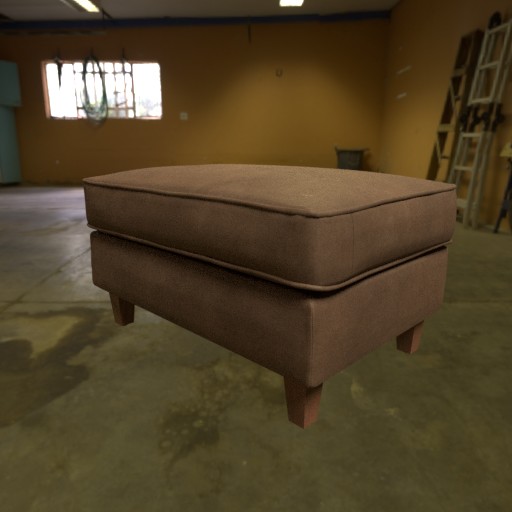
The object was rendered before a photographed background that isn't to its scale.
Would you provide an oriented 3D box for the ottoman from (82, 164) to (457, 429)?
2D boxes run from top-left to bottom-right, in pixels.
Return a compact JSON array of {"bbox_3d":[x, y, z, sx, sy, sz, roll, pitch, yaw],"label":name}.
[{"bbox_3d":[0.000,0.000,1.211,0.860,0.481,0.596,14,20,43],"label":"ottoman"}]
